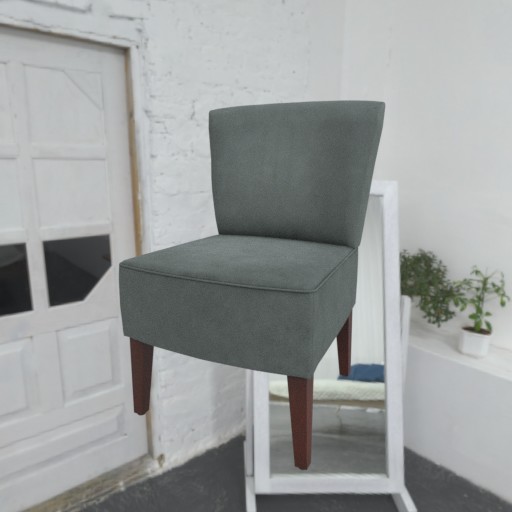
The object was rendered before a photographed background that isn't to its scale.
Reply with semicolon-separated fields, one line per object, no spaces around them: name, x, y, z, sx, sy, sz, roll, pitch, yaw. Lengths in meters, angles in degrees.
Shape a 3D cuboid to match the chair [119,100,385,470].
chair;0.000;0.000;1.160;0.521;0.806;0.554;6;15;26
